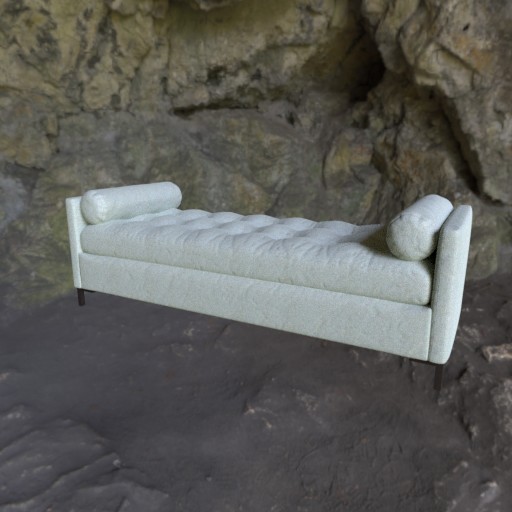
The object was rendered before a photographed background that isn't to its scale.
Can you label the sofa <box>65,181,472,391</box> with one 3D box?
[{"bbox_3d":[0.000,0.000,2.461,2.102,0.705,0.796,7,16,27],"label":"sofa"}]
